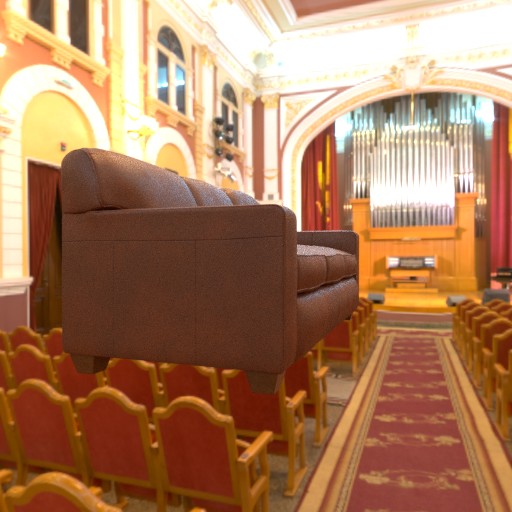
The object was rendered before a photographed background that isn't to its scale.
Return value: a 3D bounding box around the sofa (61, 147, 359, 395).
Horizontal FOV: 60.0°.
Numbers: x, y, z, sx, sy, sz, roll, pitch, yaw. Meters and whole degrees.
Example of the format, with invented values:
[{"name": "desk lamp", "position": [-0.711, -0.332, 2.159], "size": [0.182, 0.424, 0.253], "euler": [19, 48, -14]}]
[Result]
[{"name": "sofa", "position": [0.000, 0.000, 2.575], "size": [1.008, 0.953, 2.039], "euler": [0, 0, 20]}]
